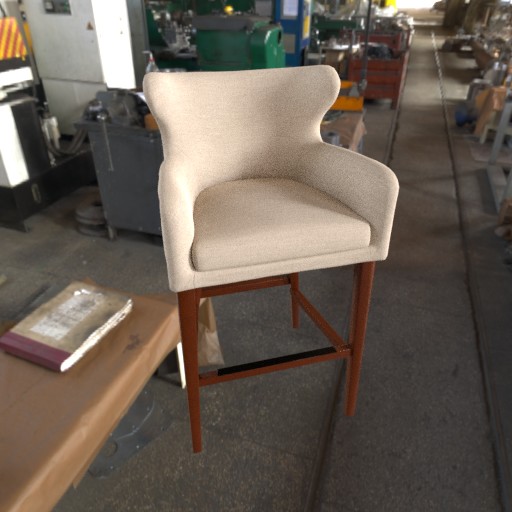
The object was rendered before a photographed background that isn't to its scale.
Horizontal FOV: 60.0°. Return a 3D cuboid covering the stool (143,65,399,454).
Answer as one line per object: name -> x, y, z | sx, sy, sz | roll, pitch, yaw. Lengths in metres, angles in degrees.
stool -> 0.000, 0.000, 1.358 | 0.556, 1.034, 0.563 | -8, 33, -13
